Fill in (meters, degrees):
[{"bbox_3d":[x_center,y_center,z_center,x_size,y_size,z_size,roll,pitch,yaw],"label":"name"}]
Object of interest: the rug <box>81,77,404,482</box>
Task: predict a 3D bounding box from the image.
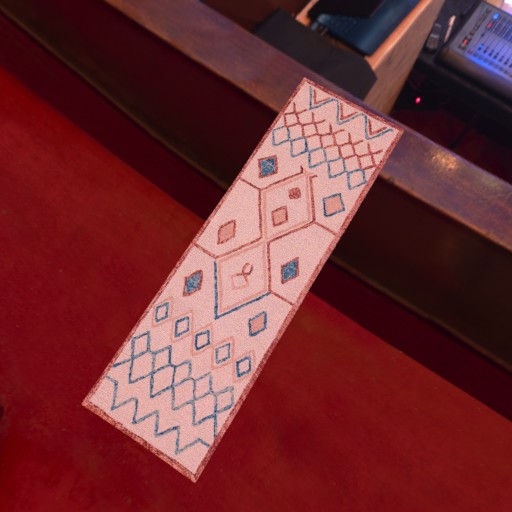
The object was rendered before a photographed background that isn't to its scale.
[{"bbox_3d":[0.000,0.000,2.641,0.750,0.011,2.435,31,77,8],"label":"rug"}]
